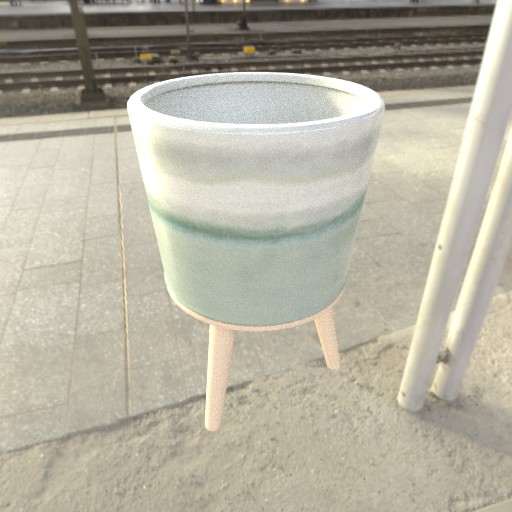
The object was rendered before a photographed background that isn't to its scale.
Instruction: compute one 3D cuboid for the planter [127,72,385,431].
[{"bbox_3d":[0.000,0.000,0.573,0.265,0.404,0.265,-10,33,-16],"label":"planter"}]
